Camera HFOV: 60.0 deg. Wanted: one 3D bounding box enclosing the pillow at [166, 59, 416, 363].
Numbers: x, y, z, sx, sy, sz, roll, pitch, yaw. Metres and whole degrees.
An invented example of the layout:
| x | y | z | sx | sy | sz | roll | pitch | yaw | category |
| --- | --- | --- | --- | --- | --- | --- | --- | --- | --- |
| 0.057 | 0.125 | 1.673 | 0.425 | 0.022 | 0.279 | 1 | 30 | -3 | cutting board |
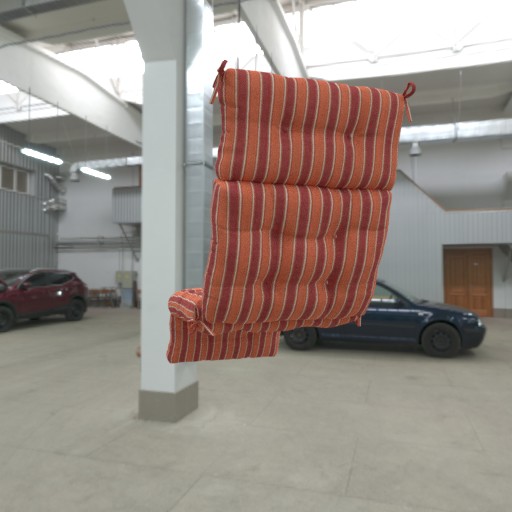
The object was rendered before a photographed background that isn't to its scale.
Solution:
| x | y | z | sx | sy | sz | roll | pitch | yaw | category |
| --- | --- | --- | --- | --- | --- | --- | --- | --- | --- |
| 0.000 | 0.000 | 1.477 | 0.526 | 0.863 | 1.016 | 1 | -2 | -18 | pillow |
